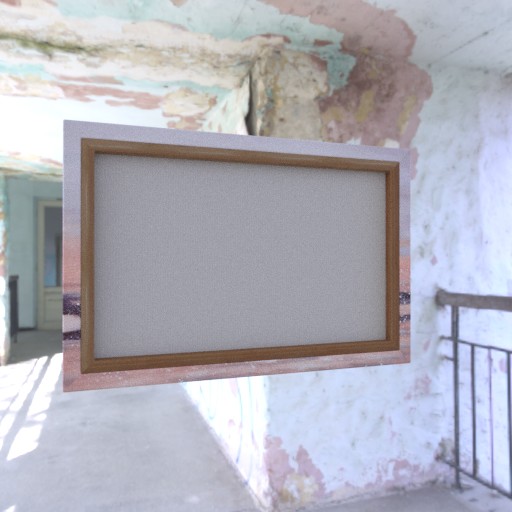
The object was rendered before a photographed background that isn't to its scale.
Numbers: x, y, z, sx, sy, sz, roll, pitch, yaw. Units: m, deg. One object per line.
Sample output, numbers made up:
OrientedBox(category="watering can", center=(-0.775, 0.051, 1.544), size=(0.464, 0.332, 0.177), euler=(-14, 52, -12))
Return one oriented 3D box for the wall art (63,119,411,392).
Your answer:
OrientedBox(category="wall art", center=(0.000, 0.000, 1.141), size=(0.913, 0.609, 0.038), euler=(0, 0, -18))
